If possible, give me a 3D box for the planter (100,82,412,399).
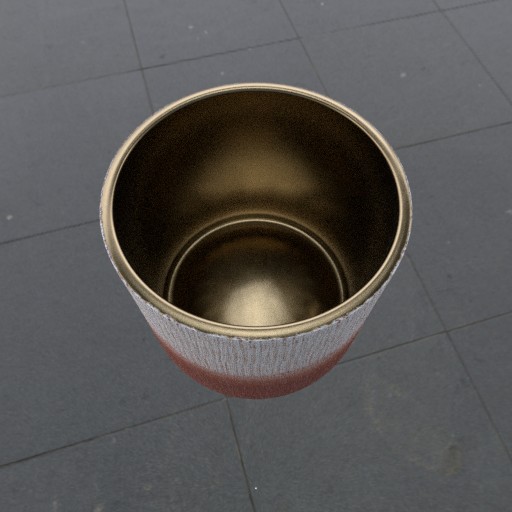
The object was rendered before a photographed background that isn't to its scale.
[{"bbox_3d":[0.000,0.000,0.397,0.221,0.201,0.221,0,62,0],"label":"planter"}]
